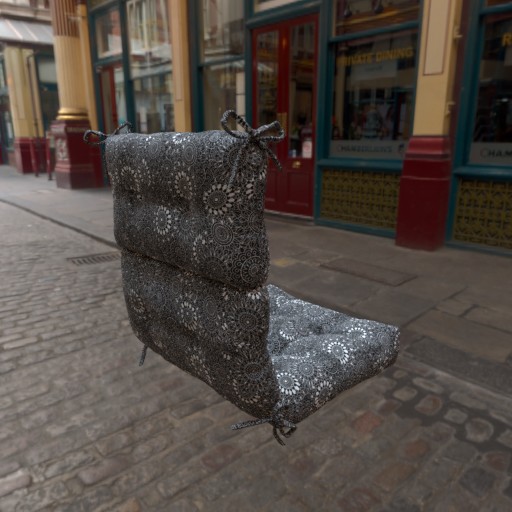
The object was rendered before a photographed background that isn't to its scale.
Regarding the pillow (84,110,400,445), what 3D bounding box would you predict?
[{"bbox_3d":[0.000,0.000,1.035,0.571,0.605,0.519,-13,19,-42],"label":"pillow"}]
